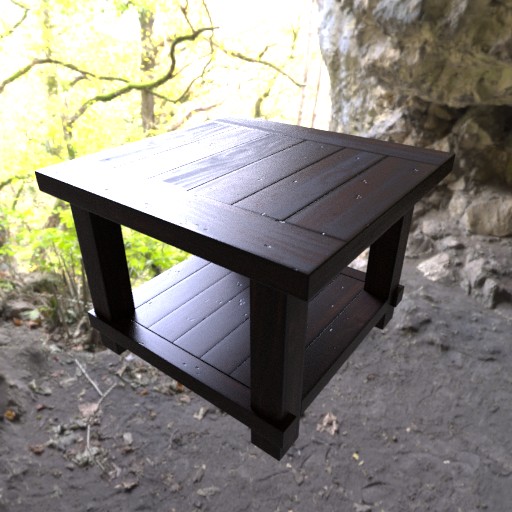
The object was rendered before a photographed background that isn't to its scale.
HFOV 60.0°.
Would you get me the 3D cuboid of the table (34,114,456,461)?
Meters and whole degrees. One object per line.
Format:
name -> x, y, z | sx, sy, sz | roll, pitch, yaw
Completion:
table -> 0.000, 0.000, 0.994 | 0.606, 0.437, 0.593 | 21, 36, 31
